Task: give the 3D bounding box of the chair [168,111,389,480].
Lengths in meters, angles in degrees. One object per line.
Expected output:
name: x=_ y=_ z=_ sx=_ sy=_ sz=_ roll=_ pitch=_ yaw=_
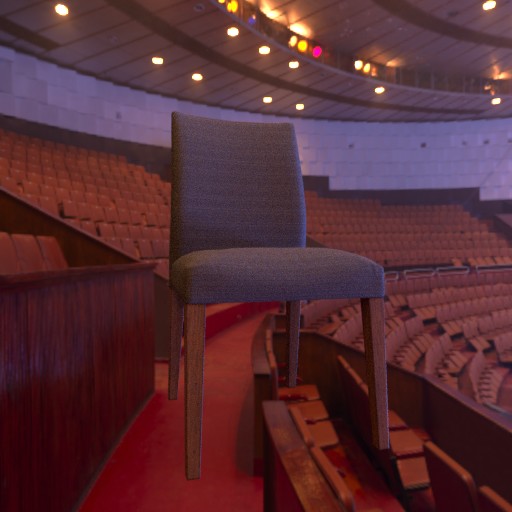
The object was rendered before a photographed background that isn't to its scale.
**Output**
chair: x=0.000 y=0.000 z=1.284 sx=0.496 sy=0.940 sz=0.585 roll=0 pitch=0 yaw=-18
